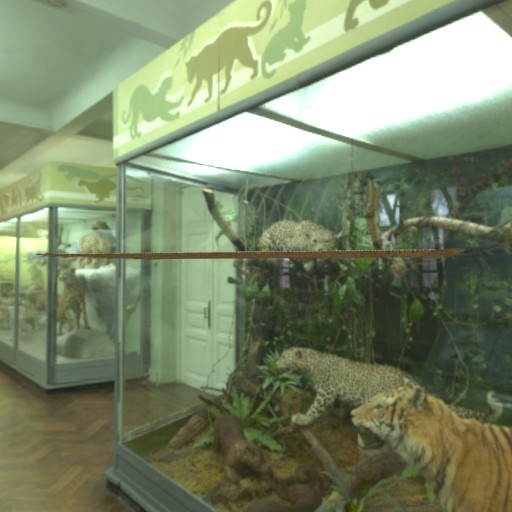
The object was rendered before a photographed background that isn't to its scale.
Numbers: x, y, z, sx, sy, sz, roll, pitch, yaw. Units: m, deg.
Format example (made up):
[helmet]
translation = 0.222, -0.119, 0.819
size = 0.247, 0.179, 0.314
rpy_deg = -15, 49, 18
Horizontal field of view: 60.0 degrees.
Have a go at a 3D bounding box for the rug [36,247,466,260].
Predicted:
[rug]
translation = 0.000, 0.000, 2.580
size = 2.085, 0.027, 1.224
rpy_deg = 0, -2, 18
